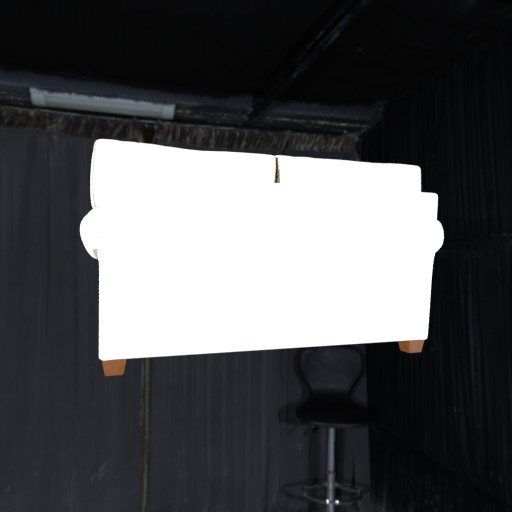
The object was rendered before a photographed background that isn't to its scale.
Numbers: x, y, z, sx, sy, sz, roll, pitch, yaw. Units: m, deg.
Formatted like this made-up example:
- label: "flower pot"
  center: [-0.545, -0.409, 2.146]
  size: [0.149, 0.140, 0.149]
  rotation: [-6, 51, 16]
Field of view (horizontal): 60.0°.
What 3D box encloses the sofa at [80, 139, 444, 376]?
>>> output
- label: "sofa"
  center: [0.000, 0.000, 2.329]
  size: [1.701, 0.966, 0.966]
  rotation: [0, -1, -19]
